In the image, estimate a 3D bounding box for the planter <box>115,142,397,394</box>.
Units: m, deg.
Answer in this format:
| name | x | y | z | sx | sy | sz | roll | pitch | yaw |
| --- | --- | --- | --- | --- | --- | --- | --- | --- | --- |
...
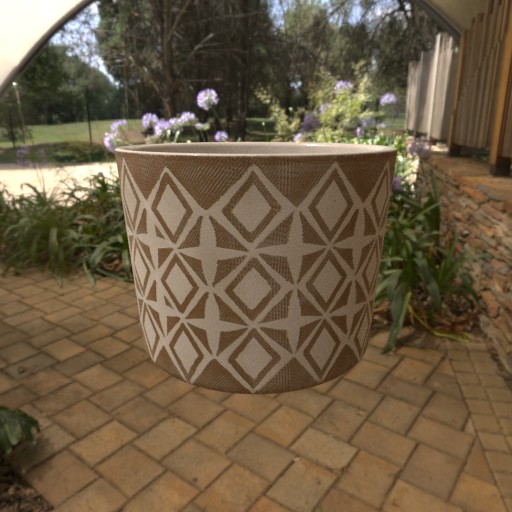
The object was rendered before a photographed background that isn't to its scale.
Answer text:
| name | x | y | z | sx | sy | sz | roll | pitch | yaw |
| --- | --- | --- | --- | --- | --- | --- | --- | --- | --- |
| planter | 0.000 | 0.000 | 0.457 | 0.260 | 0.220 | 0.260 | 0 | 16 | 0 |
